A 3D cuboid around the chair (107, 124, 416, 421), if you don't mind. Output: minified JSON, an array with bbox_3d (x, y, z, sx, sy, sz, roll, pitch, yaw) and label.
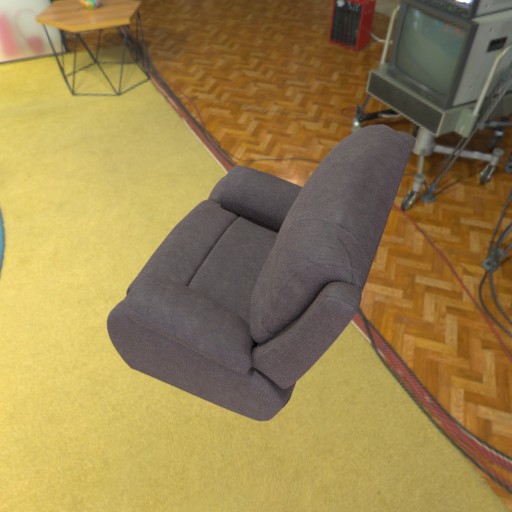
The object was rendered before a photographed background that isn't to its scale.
[{"bbox_3d":[0.000,0.000,1.736,0.899,1.011,0.930,17,48,16],"label":"chair"}]
